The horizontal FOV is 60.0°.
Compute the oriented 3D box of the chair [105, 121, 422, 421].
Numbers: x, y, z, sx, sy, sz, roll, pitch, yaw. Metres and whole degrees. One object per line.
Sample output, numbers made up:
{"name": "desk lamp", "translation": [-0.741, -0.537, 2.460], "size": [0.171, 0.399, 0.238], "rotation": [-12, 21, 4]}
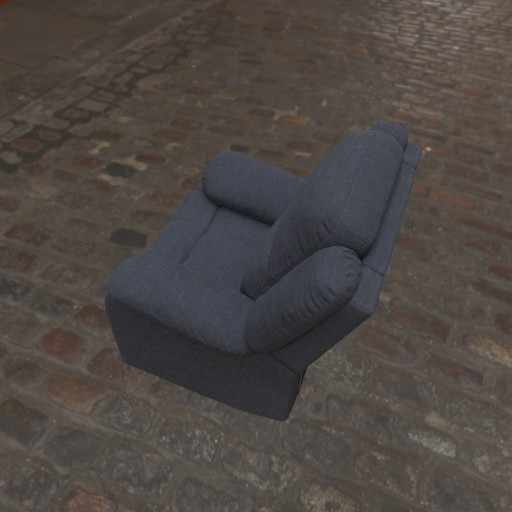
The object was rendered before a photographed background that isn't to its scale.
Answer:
{"name": "chair", "translation": [0.000, 0.000, 1.691], "size": [0.944, 1.008, 0.899], "rotation": [17, 48, 16]}
